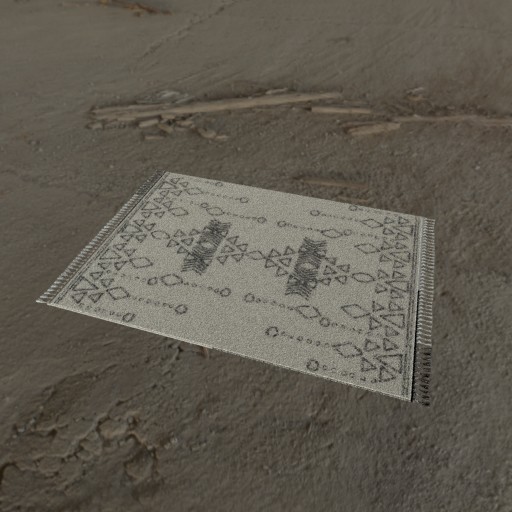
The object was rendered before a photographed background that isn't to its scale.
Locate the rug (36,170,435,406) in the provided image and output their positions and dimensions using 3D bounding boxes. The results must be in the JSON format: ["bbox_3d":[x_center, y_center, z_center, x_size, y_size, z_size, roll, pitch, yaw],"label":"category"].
[{"bbox_3d":[0.000,0.000,3.012,2.312,0.013,1.600,12,43,13],"label":"rug"}]
